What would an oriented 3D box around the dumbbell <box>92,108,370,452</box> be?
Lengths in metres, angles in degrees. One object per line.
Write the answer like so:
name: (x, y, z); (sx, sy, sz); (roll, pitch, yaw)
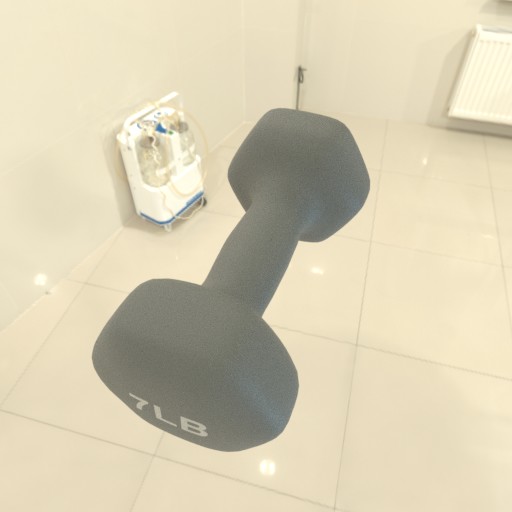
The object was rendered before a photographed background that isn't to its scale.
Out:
dumbbell: (0.000, 0.000, 0.231); (0.090, 0.081, 0.184); (17, 49, 15)
